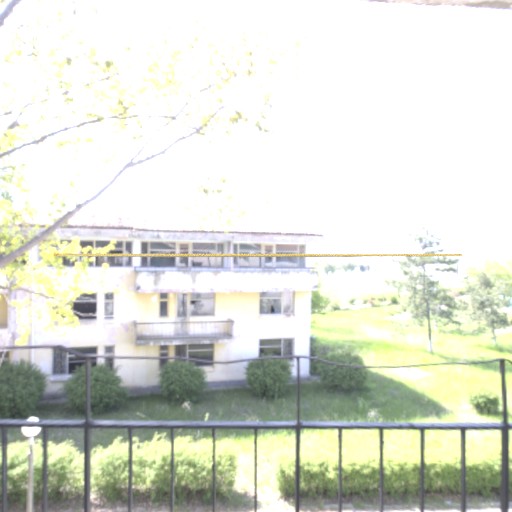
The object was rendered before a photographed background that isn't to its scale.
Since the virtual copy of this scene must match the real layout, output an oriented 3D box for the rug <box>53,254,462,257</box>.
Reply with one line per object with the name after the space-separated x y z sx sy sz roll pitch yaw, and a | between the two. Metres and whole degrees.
0.000 0.000 4.312 2.486 0.015 3.242 0 0 -1 | rug
